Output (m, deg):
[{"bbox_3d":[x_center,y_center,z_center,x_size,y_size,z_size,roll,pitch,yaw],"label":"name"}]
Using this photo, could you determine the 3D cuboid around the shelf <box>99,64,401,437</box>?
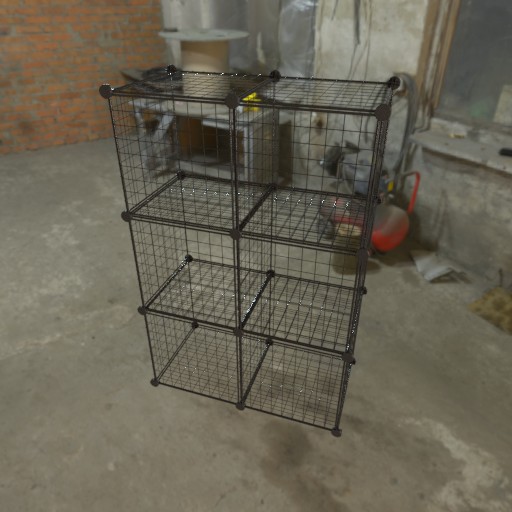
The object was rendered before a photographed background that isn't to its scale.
[{"bbox_3d":[0.000,0.000,1.428,0.711,1.067,0.356,10,33,16],"label":"shelf"}]
